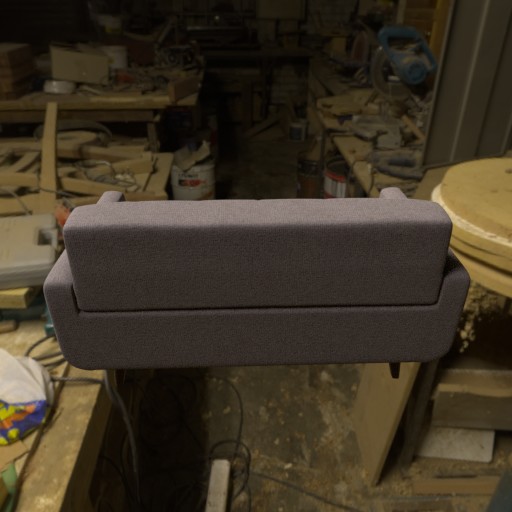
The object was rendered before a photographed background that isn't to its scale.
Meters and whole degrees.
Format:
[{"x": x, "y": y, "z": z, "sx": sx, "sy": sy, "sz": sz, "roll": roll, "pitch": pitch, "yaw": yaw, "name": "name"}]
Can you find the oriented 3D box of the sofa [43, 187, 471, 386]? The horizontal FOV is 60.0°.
[{"x": 0.000, "y": 0.000, "z": 2.124, "sx": 1.631, "sy": 0.841, "sz": 0.909, "roll": -1, "pitch": 31, "yaw": -2, "name": "sofa"}]
